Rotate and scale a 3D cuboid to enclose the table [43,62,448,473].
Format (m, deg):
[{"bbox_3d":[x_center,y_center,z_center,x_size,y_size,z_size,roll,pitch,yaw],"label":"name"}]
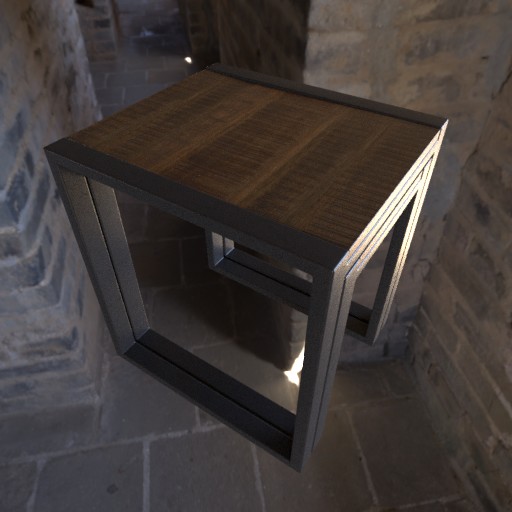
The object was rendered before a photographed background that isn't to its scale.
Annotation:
[{"bbox_3d":[0.000,0.000,0.910,0.500,0.550,0.449,24,48,24],"label":"table"}]
